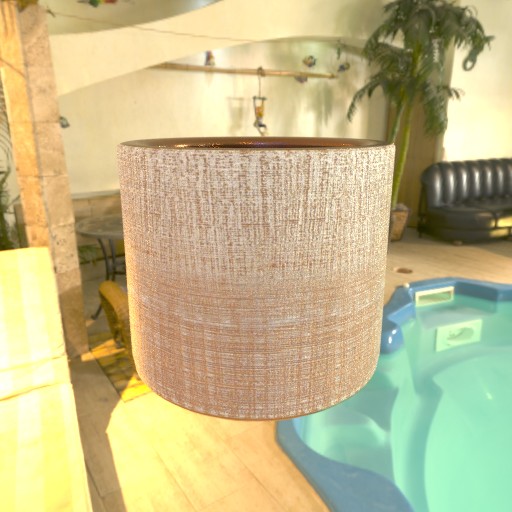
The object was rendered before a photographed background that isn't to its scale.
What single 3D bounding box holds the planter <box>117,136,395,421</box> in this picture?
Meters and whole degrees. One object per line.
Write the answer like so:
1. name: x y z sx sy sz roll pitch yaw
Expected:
1. planter: 0.000 0.000 0.191 0.109 0.096 0.109 0 17 0
